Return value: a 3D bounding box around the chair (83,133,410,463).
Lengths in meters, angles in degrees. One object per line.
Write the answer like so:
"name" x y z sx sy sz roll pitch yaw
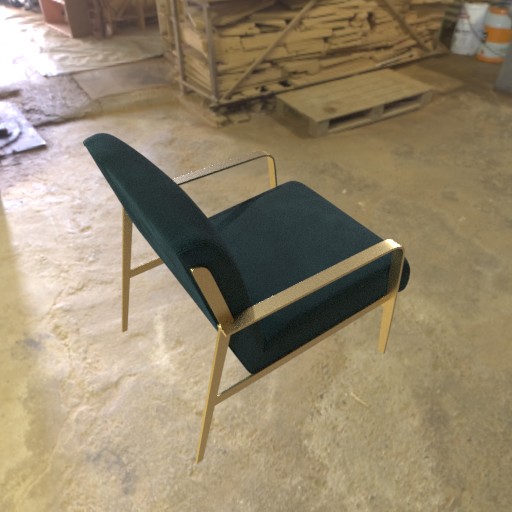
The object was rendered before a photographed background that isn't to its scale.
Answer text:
"chair" 0.000 0.000 1.469 0.859 0.831 0.692 -24 46 -25
